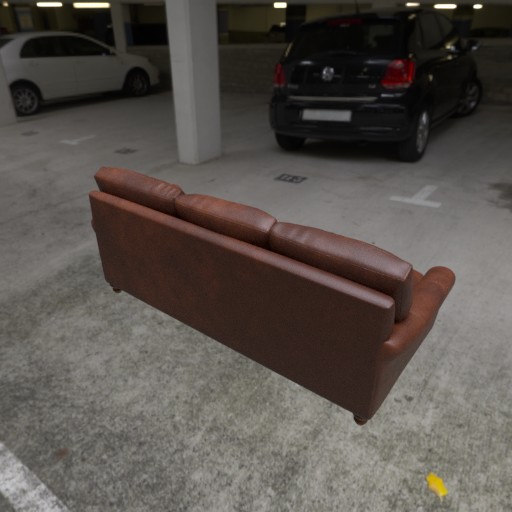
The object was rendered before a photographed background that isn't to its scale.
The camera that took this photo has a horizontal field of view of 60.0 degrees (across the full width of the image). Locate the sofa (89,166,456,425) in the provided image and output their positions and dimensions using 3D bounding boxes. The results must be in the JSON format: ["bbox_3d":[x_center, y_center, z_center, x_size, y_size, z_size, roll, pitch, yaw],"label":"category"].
[{"bbox_3d":[0.000,0.000,2.930,2.351,0.977,0.973,21,36,32],"label":"sofa"}]
